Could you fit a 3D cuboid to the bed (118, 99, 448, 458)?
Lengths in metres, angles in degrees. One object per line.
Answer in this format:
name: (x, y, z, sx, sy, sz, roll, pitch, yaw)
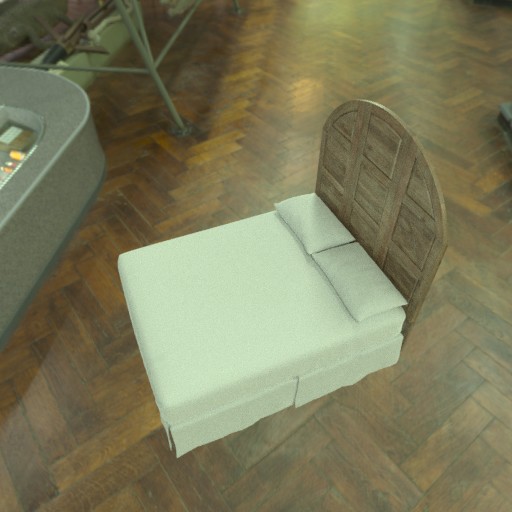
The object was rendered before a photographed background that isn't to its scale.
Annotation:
bed: (0.000, 0.000, 3.477, 2.112, 2.002, 1.713, -17, 48, -16)
